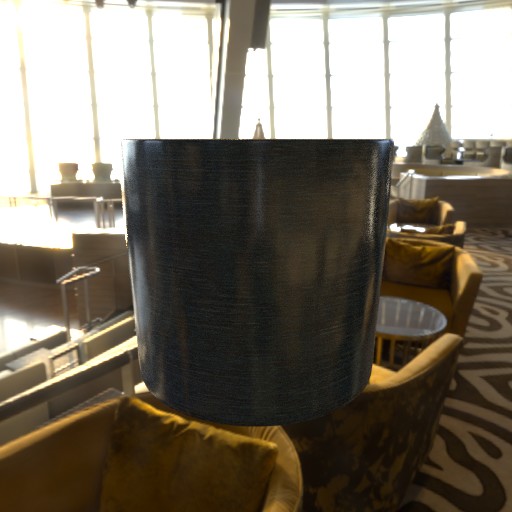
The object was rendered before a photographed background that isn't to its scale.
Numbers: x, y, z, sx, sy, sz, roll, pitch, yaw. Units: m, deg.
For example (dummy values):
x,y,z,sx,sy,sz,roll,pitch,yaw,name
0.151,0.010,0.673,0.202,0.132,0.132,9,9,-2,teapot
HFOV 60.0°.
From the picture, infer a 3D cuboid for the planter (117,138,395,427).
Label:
x,y,z,sx,sy,sz,roll,pitch,yaw,name
0.000,0.000,0.395,0.221,0.201,0.221,0,15,0,planter
